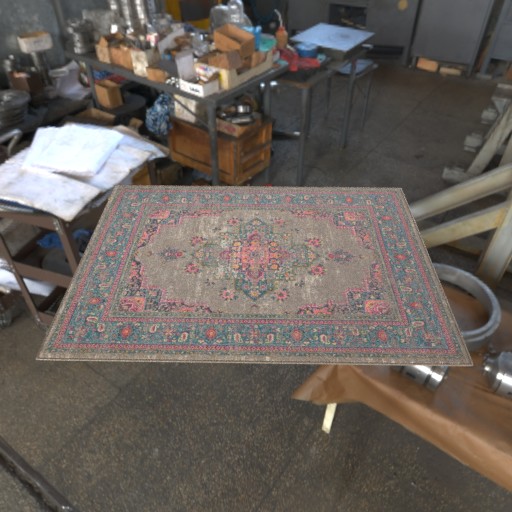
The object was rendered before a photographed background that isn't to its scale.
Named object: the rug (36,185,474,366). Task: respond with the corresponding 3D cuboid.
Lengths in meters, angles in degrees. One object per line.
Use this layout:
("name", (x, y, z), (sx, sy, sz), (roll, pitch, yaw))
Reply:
("rug", (0.000, 0.000, 2.830), (2.214, 0.013, 1.609), (1, 42, 1))
